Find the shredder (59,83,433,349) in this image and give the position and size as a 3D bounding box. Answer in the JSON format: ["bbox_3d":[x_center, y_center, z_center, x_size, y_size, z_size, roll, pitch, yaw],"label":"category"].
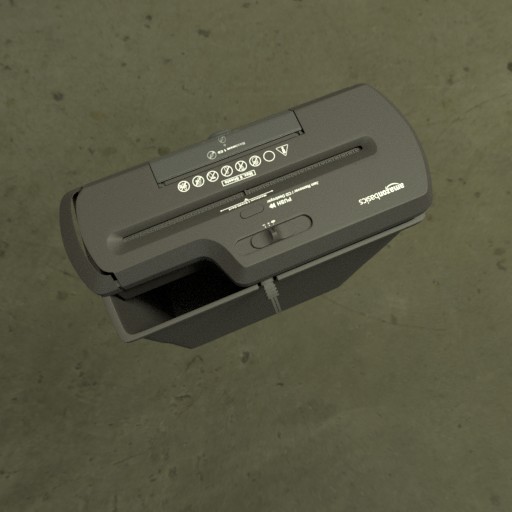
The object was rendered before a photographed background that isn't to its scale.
[{"bbox_3d":[0.000,0.000,0.522,0.320,0.335,0.170,-22,76,-6],"label":"shredder"}]
